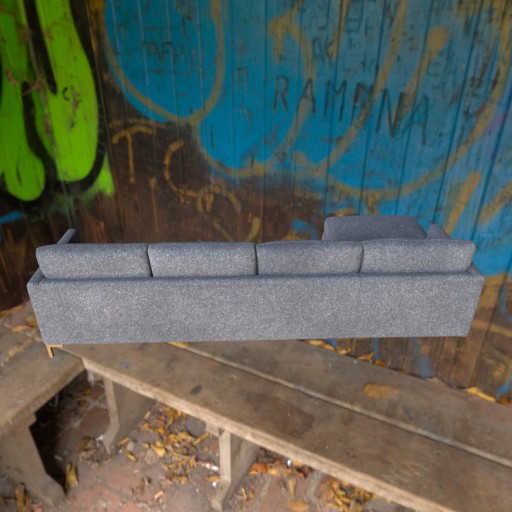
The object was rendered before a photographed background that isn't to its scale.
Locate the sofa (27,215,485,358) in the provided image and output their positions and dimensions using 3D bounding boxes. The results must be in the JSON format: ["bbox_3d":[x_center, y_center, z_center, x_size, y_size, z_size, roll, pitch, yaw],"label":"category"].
[{"bbox_3d":[0.000,0.000,3.436,2.932,0.810,1.350,-1,30,-2],"label":"sofa"}]
